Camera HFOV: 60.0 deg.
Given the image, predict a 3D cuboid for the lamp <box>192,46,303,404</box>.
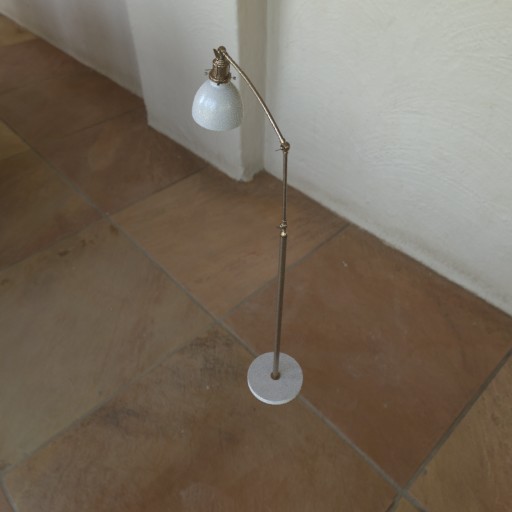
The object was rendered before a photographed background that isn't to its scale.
[{"bbox_3d":[0.000,0.000,1.846,0.288,1.586,0.599,-31,53,-27],"label":"lamp"}]
